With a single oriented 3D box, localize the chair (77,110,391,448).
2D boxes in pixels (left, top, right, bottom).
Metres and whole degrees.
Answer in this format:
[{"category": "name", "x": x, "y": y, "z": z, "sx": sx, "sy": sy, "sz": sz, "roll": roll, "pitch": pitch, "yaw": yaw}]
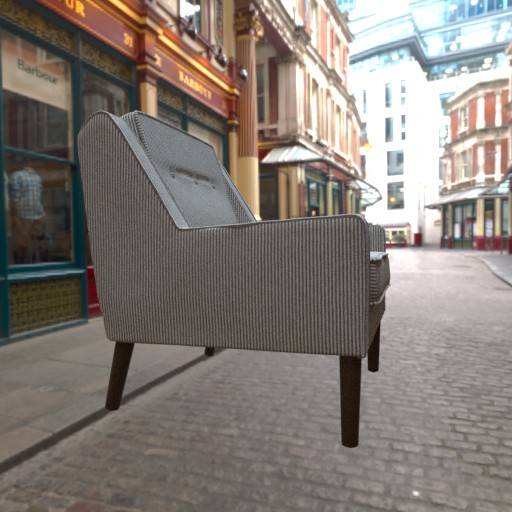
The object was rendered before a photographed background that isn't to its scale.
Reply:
[{"category": "chair", "x": 0.000, "y": 0.000, "z": 1.308, "sx": 0.743, "sy": 0.792, "sz": 0.663, "roll": 1, "pitch": 2, "yaw": 20}]
